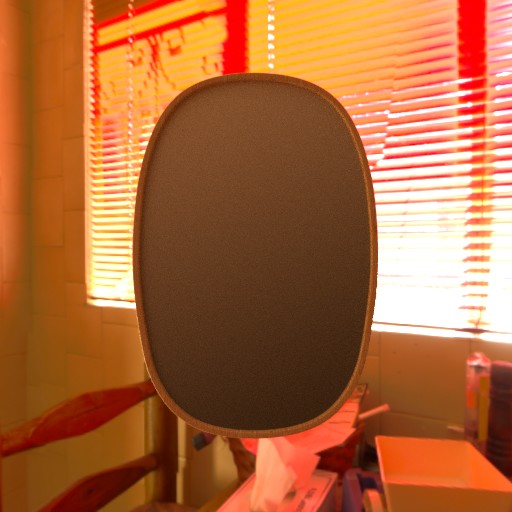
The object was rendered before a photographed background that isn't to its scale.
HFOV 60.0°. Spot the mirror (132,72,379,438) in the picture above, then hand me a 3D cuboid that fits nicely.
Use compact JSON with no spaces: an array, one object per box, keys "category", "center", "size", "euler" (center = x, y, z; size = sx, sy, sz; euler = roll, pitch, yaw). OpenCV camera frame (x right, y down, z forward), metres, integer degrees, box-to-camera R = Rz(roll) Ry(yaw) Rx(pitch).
[{"category":"mirror","center":[0.000,0.000,1.318],"size":[0.724,1.075,0.037],"euler":[0,0,-1]}]
